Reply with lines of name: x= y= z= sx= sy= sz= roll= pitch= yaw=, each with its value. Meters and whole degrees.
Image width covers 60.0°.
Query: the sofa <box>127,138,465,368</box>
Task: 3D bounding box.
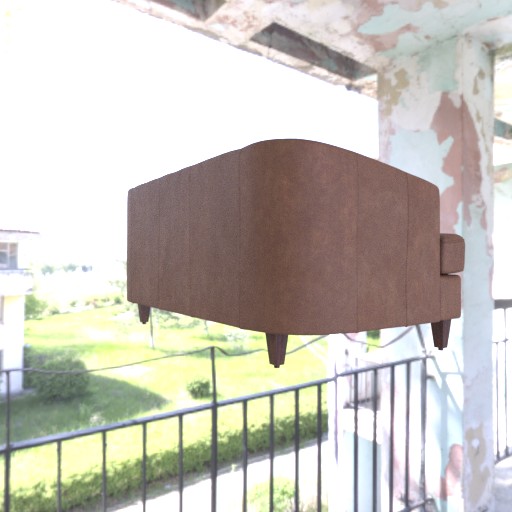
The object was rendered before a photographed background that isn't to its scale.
sofa: x=0.000 y=0.000 z=2.279 sx=0.914 sy=0.786 sz=1.755 roll=0 pitch=0 yaw=-35
